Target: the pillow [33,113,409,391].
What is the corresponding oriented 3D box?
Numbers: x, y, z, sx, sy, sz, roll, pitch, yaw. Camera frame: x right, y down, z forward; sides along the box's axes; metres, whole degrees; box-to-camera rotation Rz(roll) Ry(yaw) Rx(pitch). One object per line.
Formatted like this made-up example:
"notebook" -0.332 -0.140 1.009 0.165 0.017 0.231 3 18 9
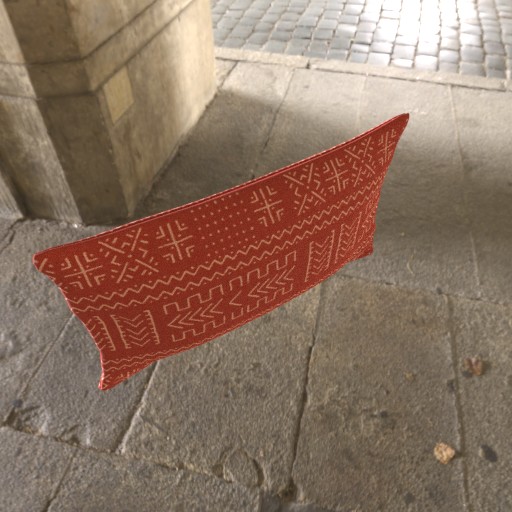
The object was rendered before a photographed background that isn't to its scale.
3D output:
"pillow" 0.000 0.000 0.768 0.640 0.352 0.130 -25 52 -21
